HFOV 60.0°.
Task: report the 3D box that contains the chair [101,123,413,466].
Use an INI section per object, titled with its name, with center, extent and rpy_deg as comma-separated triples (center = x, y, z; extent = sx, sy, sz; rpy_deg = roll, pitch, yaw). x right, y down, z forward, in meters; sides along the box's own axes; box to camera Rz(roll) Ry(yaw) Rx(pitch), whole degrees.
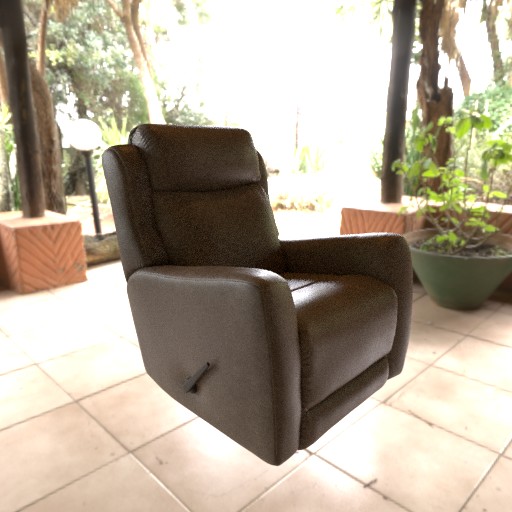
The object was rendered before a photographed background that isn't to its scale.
[chair]
center = 0.000, 0.000, 1.928
extent = 1.068, 1.116, 0.967
rpy_deg = 14, 19, 43
